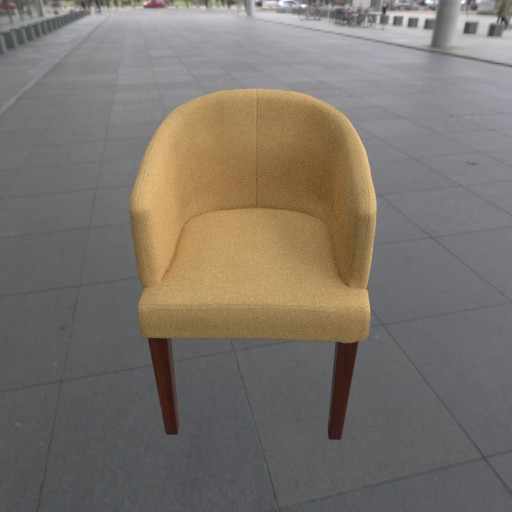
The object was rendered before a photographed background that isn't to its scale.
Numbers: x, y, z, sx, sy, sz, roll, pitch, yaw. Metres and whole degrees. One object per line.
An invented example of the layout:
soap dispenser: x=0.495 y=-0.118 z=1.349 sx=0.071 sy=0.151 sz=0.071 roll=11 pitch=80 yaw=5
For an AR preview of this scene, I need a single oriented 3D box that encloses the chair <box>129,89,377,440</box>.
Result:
chair: x=0.000 y=0.000 z=1.272 sx=0.583 sy=0.811 sz=0.655 roll=1 pitch=30 yaw=1
